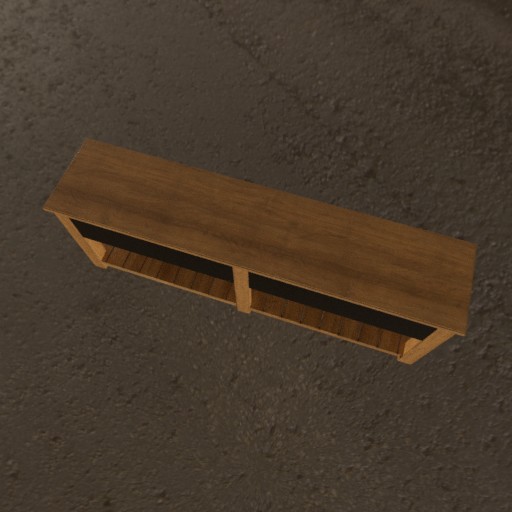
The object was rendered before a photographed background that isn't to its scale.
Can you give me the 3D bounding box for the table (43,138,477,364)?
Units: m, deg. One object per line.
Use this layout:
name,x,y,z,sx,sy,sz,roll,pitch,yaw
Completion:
table,0.000,0.000,2.175,1.815,0.635,0.425,16,65,8
